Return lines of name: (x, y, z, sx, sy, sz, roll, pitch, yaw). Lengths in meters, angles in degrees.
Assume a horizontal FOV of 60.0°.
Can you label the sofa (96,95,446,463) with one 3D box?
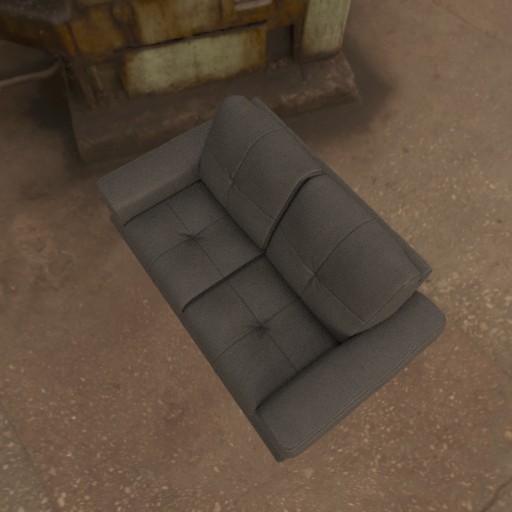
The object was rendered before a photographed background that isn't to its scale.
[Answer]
sofa: (0.000, 0.000, 2.380, 1.018, 0.907, 1.806, -33, 67, -16)
